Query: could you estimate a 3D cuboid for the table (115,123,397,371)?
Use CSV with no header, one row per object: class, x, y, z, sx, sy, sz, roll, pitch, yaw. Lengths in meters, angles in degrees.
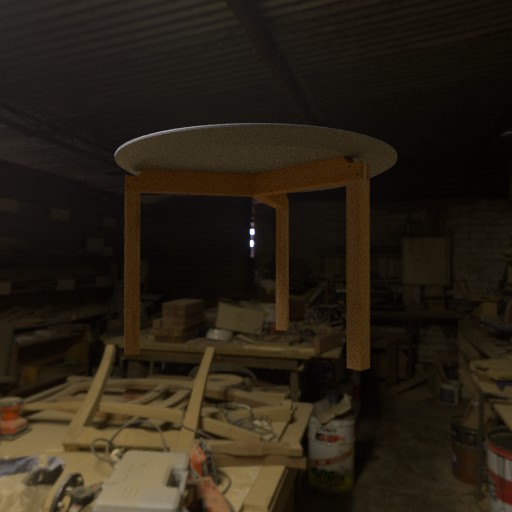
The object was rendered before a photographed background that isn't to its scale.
table,0.000,0.000,0.985,0.600,0.405,0.600,0,-1,0
